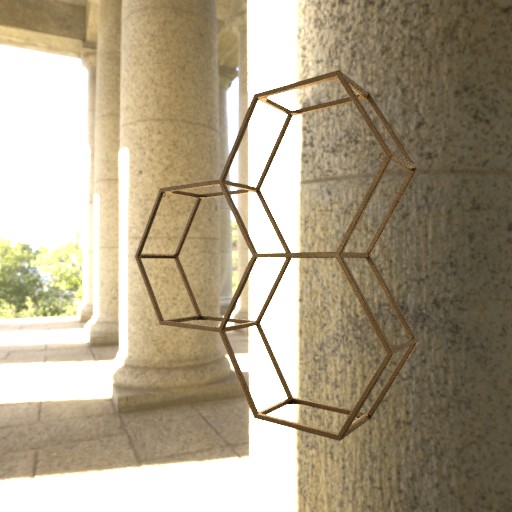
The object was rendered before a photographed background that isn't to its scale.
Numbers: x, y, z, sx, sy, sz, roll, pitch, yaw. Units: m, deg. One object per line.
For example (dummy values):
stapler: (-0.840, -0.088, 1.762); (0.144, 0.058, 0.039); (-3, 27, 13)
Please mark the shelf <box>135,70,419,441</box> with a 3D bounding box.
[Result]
shelf: (0.000, 0.000, 1.048); (0.708, 0.701, 0.150); (0, -1, 37)
